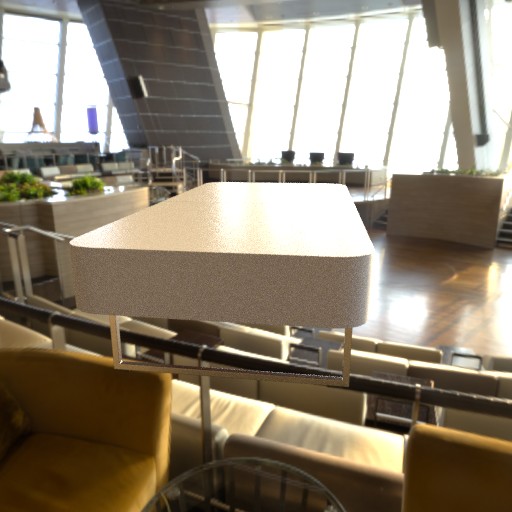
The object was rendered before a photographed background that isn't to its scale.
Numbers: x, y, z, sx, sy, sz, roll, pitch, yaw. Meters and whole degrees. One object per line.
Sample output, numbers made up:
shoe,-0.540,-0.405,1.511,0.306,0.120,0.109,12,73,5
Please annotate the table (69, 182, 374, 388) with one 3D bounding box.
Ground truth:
table,0.000,0.000,1.420,0.600,0.340,1.200,2,15,8
